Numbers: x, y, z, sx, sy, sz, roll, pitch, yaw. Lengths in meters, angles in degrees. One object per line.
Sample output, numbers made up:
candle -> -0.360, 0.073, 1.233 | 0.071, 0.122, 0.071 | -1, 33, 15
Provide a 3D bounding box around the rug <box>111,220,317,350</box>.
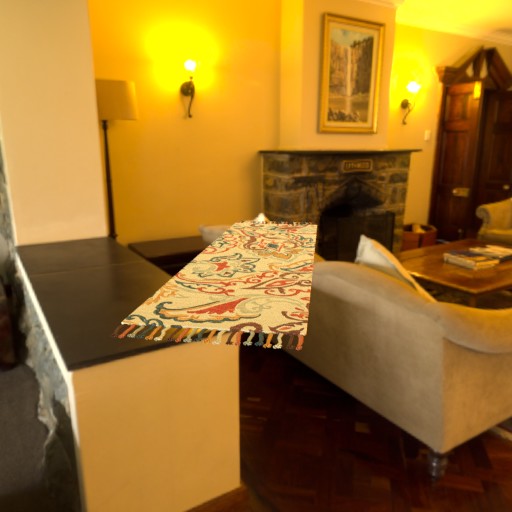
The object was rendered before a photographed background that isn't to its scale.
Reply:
rug -> 0.000, 0.000, 2.947 | 0.763, 0.015, 2.682 | 2, 14, 8
